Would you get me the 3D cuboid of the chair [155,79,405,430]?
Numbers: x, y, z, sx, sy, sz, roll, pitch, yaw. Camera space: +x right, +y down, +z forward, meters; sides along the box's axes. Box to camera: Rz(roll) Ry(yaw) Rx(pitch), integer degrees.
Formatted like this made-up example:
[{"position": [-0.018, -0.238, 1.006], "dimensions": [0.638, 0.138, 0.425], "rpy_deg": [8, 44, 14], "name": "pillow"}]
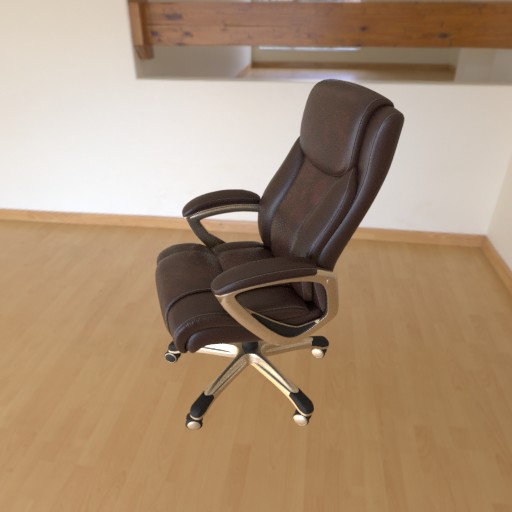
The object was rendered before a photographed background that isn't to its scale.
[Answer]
[{"position": [0.000, 0.000, 1.658], "dimensions": [0.749, 1.194, 0.692], "rpy_deg": [-9, 31, -15], "name": "chair"}]
